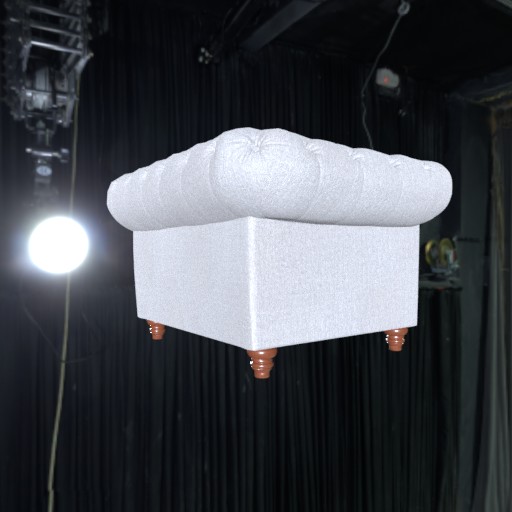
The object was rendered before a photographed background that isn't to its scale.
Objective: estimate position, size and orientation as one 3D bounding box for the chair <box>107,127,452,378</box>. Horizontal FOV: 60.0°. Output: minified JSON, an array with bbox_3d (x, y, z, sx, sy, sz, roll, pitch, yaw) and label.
[{"bbox_3d":[0.000,0.000,1.903,0.976,0.770,1.270,0,0,-36],"label":"chair"}]
